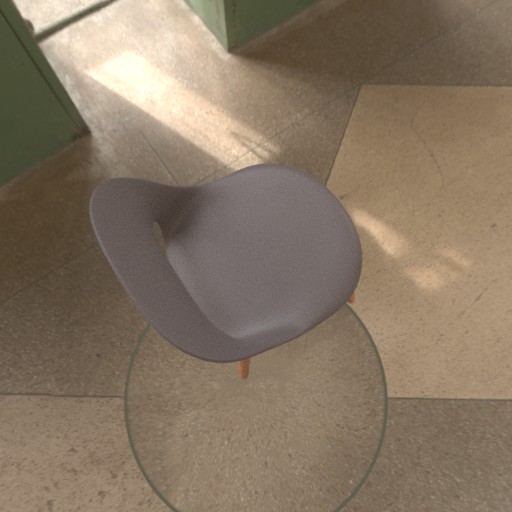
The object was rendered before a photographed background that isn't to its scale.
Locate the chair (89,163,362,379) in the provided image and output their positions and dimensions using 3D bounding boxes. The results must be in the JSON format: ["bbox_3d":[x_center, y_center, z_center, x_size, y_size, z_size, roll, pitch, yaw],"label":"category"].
[{"bbox_3d":[0.000,0.000,1.155,0.556,0.794,0.470,-32,76,-9],"label":"chair"}]
